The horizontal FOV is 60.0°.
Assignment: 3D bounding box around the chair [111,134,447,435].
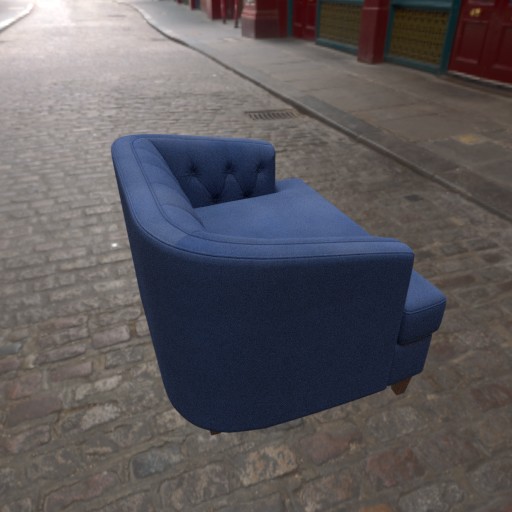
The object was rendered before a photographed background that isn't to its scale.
[{"bbox_3d":[0.000,0.000,1.724,0.914,0.787,1.118,-11,33,-18],"label":"chair"}]
